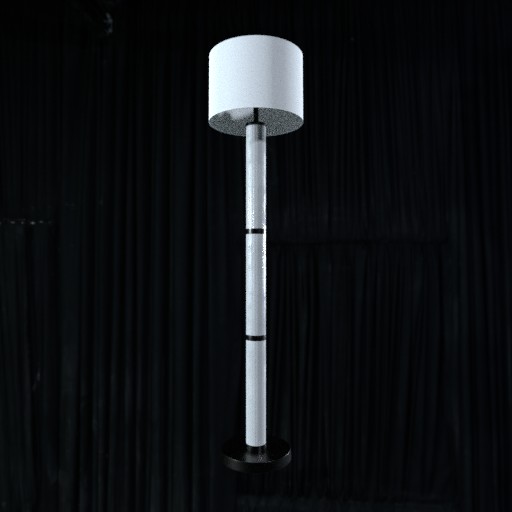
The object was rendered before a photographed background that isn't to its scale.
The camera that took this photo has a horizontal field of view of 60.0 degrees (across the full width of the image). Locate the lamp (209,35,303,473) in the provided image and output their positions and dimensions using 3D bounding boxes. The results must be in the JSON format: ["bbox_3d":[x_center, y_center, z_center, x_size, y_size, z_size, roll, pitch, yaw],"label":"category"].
[{"bbox_3d":[0.000,0.000,1.775,0.377,1.599,0.377,0,-1,1],"label":"lamp"}]
